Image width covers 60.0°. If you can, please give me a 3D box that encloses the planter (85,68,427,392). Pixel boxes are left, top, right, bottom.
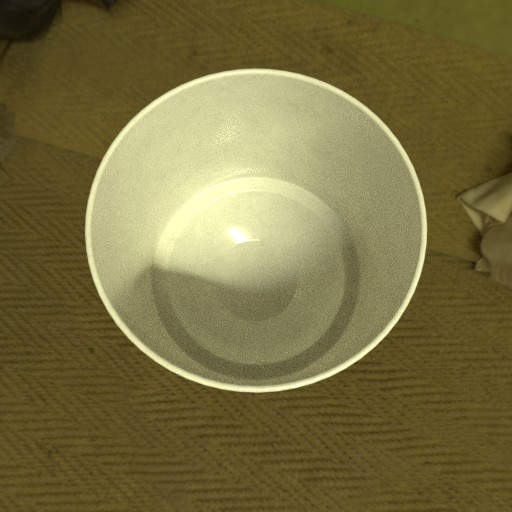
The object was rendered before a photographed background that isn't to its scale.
[{"bbox_3d":[0.000,0.000,0.334,0.190,0.181,0.190,0,75,0],"label":"planter"}]
